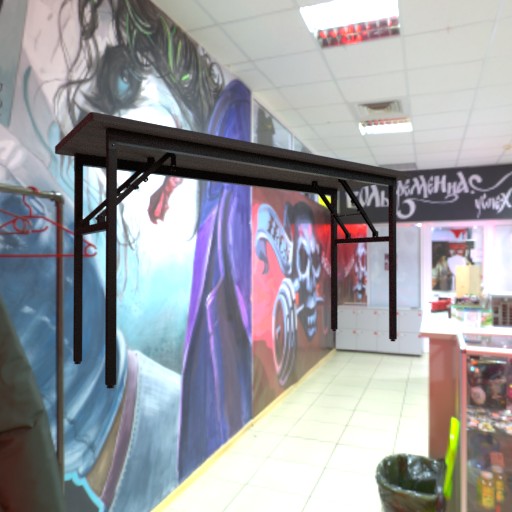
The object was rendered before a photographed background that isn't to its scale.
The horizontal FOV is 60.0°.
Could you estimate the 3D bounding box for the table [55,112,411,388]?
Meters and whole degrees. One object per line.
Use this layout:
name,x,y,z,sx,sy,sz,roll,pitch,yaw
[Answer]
table,0.000,0.000,1.758,1.399,0.750,0.449,1,-1,-36
